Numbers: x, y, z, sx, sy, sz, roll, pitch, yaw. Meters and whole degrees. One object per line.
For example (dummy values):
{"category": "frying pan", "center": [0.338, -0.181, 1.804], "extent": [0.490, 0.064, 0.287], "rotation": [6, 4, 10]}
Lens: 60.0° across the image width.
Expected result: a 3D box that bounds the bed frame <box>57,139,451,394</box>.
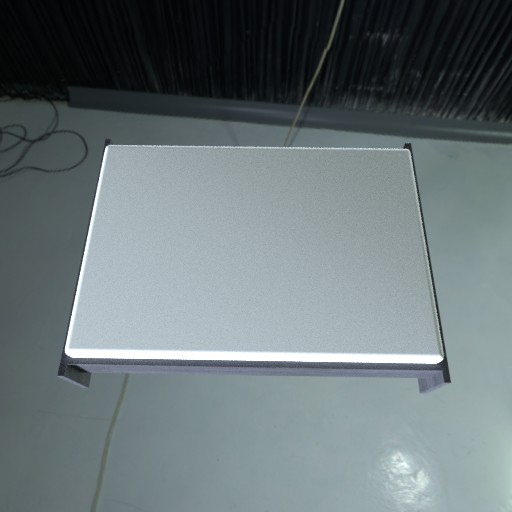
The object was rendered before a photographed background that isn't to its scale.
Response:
{"category": "bed frame", "center": [0.000, 0.000, 2.641], "extent": [1.950, 0.432, 1.490], "rotation": [1, 65, 0]}
